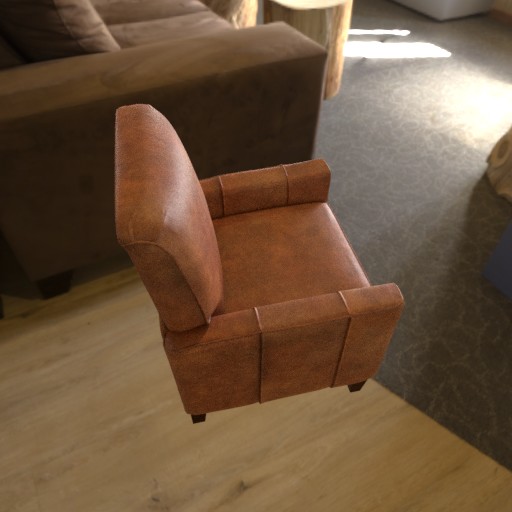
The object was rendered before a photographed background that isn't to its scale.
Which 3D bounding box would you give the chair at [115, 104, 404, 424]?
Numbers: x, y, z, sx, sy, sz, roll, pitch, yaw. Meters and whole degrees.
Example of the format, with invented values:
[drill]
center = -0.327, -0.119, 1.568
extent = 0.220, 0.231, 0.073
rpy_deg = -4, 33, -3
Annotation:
[chair]
center = 0.000, 0.000, 1.693
extent = 0.836, 1.043, 0.843
rpy_deg = -9, 46, -9
